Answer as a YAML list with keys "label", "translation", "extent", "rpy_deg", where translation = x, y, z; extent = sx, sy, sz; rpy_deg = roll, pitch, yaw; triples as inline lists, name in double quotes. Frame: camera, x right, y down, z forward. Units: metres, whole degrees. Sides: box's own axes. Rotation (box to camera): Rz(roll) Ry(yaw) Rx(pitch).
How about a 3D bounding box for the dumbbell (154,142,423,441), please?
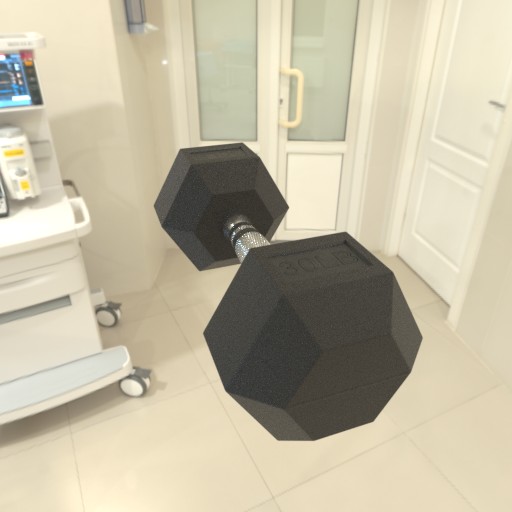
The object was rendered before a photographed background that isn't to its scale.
- label: "dumbbell"
  translation: [0.000, 0.000, 0.402]
  extent: [0.142, 0.123, 0.337]
  rpy_deg: [-10, 32, -17]
